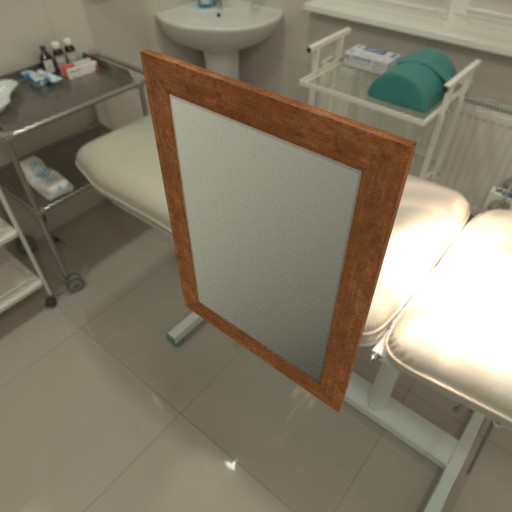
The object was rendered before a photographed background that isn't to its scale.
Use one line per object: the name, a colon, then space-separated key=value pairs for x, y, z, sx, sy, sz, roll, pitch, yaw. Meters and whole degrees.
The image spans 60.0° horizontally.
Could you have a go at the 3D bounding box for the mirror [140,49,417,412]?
mirror: x=0.000 y=0.000 z=1.425 sx=0.796 sy=1.099 sz=0.028 roll=30 pitch=52 yaw=27
